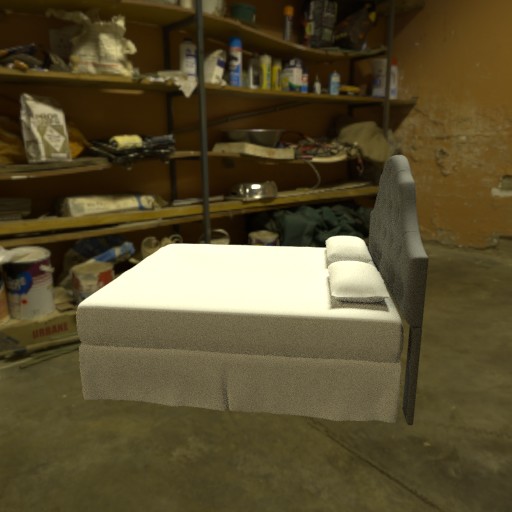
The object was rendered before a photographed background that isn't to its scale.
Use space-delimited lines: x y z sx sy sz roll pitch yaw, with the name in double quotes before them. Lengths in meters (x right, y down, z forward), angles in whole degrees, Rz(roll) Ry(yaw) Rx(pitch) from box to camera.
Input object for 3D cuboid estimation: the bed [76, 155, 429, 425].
"bed" 0.000 0.000 3.625 2.214 1.615 2.008 2 14 7
